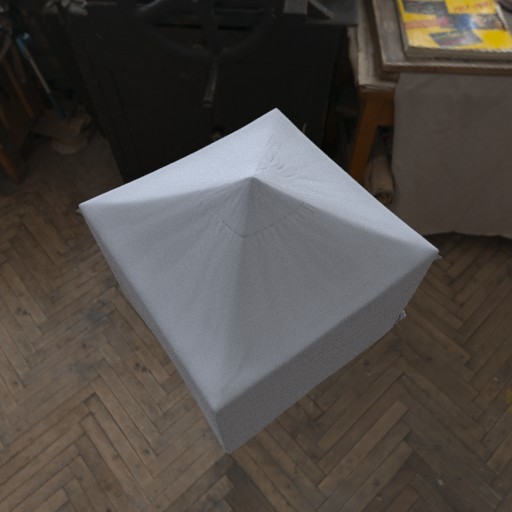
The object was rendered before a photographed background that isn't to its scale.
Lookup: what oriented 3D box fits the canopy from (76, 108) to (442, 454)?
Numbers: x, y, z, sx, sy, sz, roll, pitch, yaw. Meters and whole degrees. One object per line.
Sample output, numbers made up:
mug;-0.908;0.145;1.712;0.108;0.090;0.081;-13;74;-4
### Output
canopy;0.000;0.000;5.561;3.121;2.997;3.043;-31;63;-19
